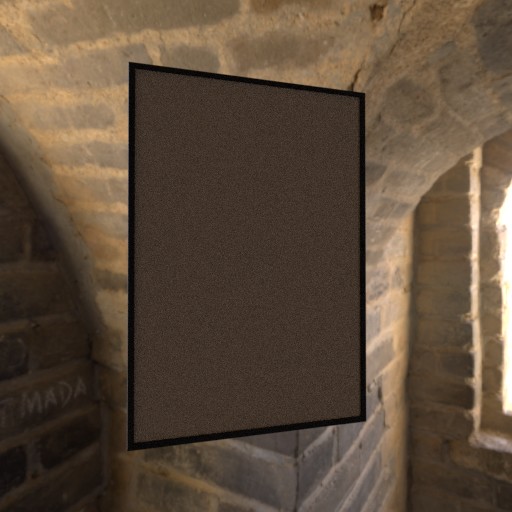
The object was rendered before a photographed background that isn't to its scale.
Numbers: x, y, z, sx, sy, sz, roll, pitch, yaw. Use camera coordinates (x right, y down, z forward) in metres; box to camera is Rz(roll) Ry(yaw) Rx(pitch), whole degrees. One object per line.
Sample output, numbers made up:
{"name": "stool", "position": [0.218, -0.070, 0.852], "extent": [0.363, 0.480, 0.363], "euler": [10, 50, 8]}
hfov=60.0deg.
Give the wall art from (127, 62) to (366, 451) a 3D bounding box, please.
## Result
{"name": "wall art", "position": [0.000, 0.000, 0.827], "extent": [0.460, 0.660, 0.013], "euler": [0, -1, -18]}
